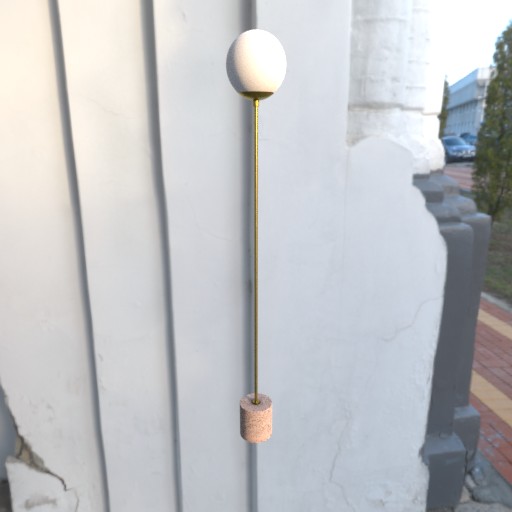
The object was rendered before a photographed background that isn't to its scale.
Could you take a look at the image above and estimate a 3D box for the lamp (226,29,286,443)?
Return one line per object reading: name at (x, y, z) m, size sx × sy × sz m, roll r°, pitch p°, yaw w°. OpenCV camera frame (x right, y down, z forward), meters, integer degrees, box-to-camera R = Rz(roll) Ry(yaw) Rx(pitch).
lamp at (0.000, 0.000, 1.886) m, size 0.229 × 1.748 × 0.229 m, roll 2°, pitch 16°, yaw 9°
